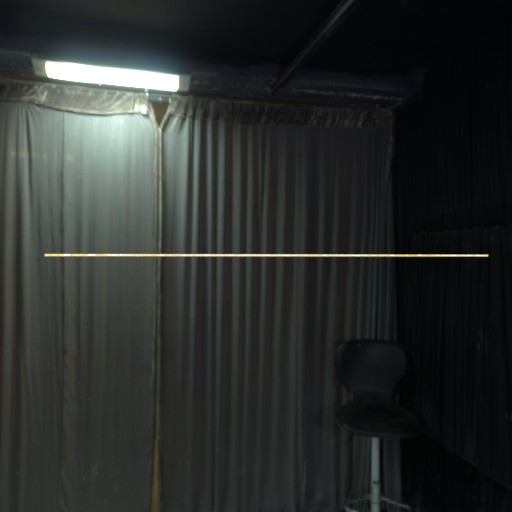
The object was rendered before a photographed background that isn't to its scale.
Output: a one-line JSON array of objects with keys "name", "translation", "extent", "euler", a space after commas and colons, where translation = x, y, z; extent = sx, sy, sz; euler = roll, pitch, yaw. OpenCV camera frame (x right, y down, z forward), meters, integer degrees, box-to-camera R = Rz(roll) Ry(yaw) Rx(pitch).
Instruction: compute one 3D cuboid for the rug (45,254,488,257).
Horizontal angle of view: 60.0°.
[{"name": "rug", "translation": [0.000, 0.000, 2.293], "extent": [1.829, 0.010, 1.213], "euler": [0, 0, -18]}]
